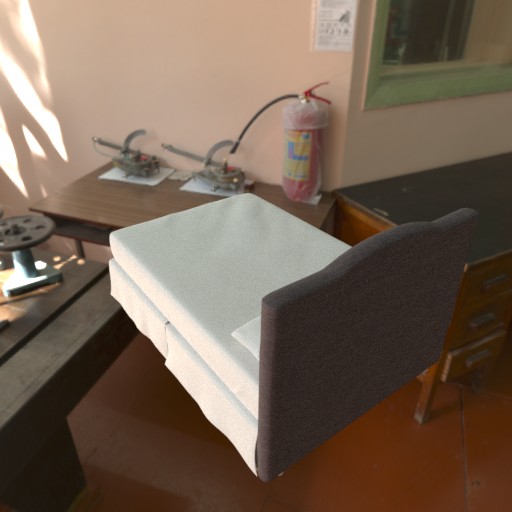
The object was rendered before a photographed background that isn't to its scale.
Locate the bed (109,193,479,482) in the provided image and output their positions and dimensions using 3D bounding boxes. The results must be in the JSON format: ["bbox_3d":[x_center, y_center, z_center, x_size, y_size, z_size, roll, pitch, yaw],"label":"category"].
[{"bbox_3d":[0.000,0.000,3.559,1.741,1.441,2.507,-21,37,-31],"label":"bed"}]
